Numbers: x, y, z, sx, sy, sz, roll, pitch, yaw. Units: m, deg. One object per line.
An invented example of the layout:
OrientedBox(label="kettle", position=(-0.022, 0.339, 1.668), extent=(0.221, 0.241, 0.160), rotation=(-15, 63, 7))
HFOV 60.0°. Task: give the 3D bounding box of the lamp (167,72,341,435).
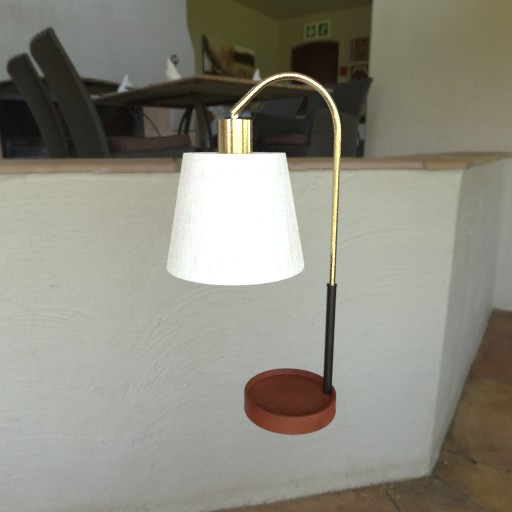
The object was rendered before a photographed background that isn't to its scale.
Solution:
OrientedBox(label="lamp", position=(0.000, 0.000, 0.688), extent=(0.273, 0.536, 0.211), rotation=(-2, 14, -8))
